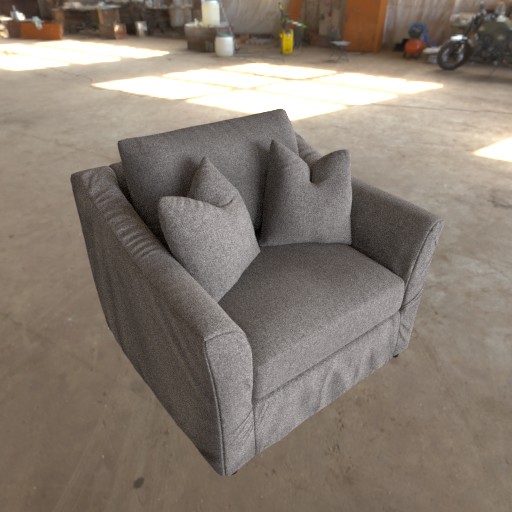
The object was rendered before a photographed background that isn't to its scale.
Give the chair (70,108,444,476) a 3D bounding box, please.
[{"bbox_3d":[0.000,0.000,1.992,1.194,1.059,1.071,-23,39,-31],"label":"chair"}]
